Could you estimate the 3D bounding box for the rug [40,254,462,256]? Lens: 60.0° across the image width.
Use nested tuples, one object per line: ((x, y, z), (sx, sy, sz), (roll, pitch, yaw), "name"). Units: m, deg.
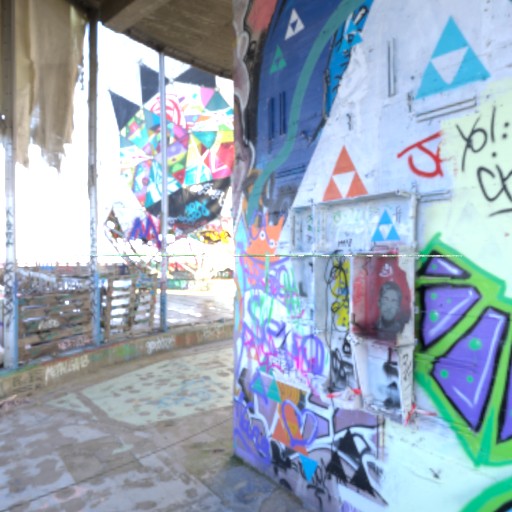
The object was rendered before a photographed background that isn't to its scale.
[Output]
((0.000, 0.000, 2.301), (1.826, 0.006, 1.220), (0, 0, -36), "rug")
